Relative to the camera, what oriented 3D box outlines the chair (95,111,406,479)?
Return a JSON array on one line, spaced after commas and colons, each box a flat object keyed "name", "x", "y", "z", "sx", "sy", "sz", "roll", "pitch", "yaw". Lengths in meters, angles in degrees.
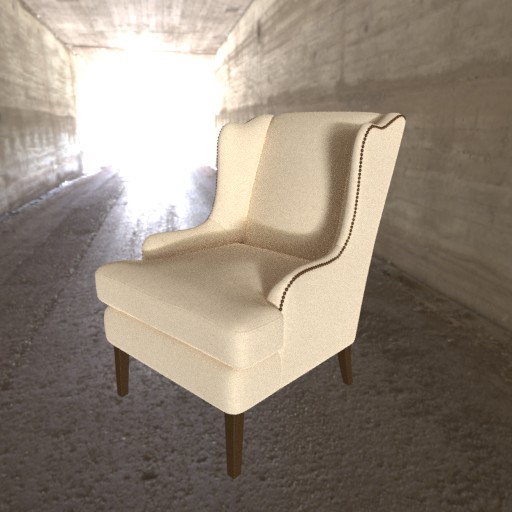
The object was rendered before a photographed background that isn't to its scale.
[{"name": "chair", "x": 0.000, "y": 0.000, "z": 1.645, "sx": 0.737, "sy": 1.029, "sz": 0.940, "roll": 15, "pitch": 22, "yaw": 40}]
